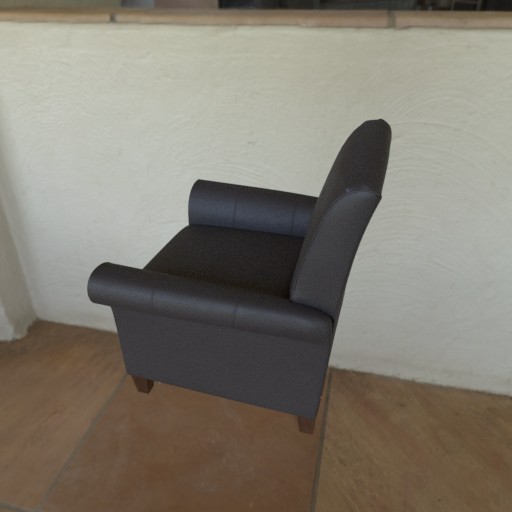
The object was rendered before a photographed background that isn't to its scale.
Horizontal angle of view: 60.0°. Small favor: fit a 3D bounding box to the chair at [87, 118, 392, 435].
[{"bbox_3d":[0.000,0.000,1.783,0.902,1.061,0.978,9,32,14],"label":"chair"}]
